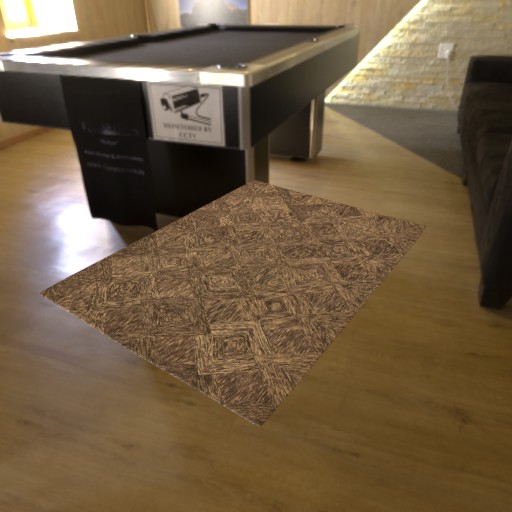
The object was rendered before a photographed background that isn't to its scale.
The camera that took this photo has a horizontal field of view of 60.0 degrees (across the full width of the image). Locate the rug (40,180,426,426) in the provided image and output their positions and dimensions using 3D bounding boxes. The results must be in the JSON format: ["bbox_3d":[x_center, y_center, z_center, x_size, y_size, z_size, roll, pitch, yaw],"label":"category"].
[{"bbox_3d":[0.000,0.000,5.534,2.997,0.020,4.093,20,37,30],"label":"rug"}]
